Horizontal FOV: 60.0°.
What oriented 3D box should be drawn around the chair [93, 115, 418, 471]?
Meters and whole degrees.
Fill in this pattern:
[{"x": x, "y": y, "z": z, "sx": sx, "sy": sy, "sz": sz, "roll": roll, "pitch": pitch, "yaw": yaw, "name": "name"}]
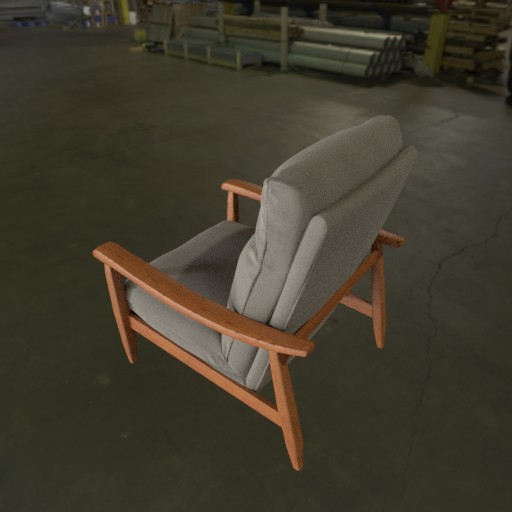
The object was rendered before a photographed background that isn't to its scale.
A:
[{"x": 0.000, "y": 0.000, "z": 1.531, "sx": 0.816, "sy": 0.922, "sz": 0.782, "roll": 21, "pitch": 38, "yaw": 29, "name": "chair"}]
